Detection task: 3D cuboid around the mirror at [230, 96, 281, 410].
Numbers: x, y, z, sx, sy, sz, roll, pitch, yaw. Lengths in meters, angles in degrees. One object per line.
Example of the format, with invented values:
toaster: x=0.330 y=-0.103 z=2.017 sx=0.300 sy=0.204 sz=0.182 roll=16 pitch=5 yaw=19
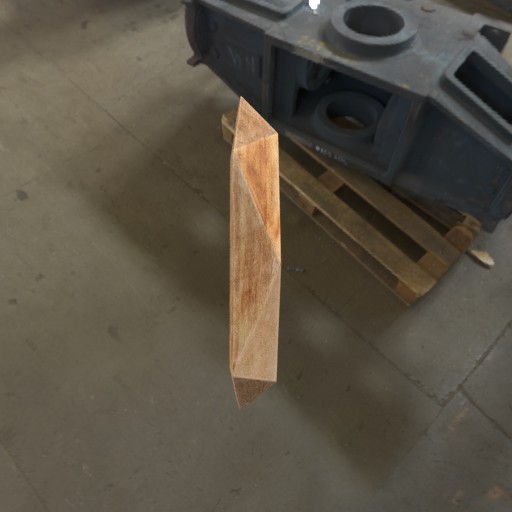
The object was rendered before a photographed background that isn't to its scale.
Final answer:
mirror: x=0.000 y=0.000 z=1.097 sx=0.091 sy=0.779 sz=0.675 roll=0 pitch=63 yaw=0
